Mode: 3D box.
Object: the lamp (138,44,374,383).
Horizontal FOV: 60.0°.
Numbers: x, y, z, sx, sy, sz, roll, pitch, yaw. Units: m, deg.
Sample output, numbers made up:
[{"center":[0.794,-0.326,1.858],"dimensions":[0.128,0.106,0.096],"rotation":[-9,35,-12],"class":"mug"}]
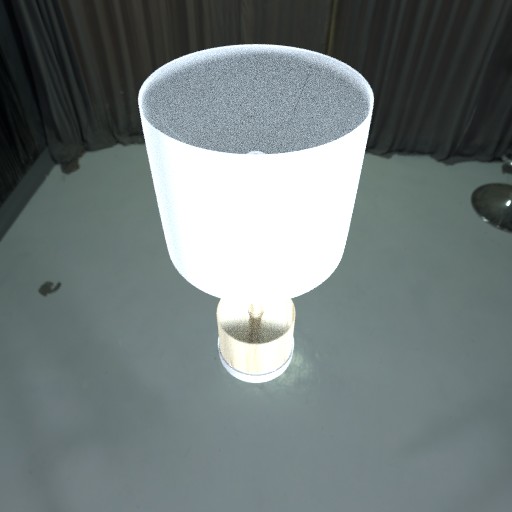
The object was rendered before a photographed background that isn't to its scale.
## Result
[{"center":[0.000,0.000,0.603],"dimensions":[0.229,0.470,0.229],"rotation":[3,46,3],"class":"lamp"}]
